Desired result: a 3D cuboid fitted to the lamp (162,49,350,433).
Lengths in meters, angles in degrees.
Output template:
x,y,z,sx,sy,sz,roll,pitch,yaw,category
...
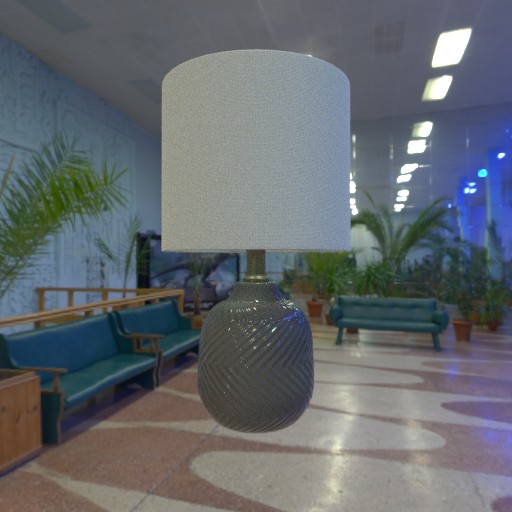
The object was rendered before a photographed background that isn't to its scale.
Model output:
x,y,z,sx,sy,sz,roll,pitch,yaw,category
0.000,0.000,0.496,0.207,0.366,0.207,0,0,18,lamp
